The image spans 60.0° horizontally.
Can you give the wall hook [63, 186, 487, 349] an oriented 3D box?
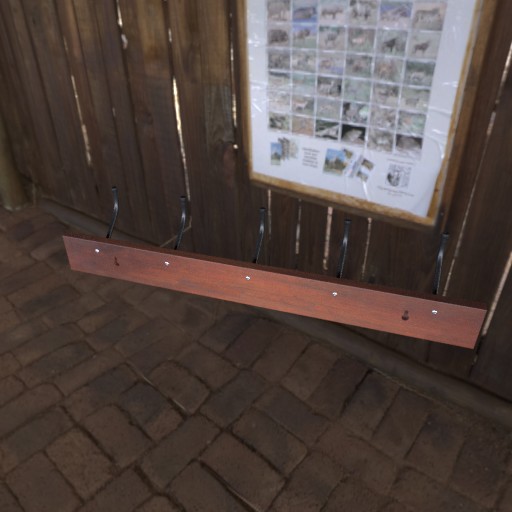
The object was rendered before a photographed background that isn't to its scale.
[{"bbox_3d":[0.000,0.000,0.605,0.571,0.117,0.071,9,33,15],"label":"wall hook"}]
